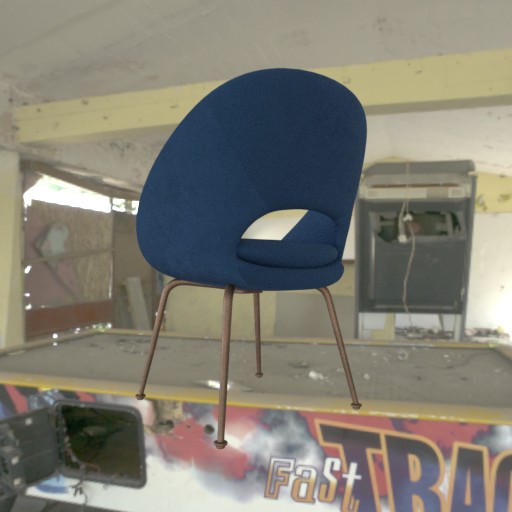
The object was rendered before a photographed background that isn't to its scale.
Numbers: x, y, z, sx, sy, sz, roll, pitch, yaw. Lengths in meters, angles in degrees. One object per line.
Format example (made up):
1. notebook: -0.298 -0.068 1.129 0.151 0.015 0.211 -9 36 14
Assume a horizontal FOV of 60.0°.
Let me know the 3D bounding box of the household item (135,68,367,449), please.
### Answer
1. household item: 0.000 0.000 1.259 0.623 0.852 0.573 1 -2 -37
